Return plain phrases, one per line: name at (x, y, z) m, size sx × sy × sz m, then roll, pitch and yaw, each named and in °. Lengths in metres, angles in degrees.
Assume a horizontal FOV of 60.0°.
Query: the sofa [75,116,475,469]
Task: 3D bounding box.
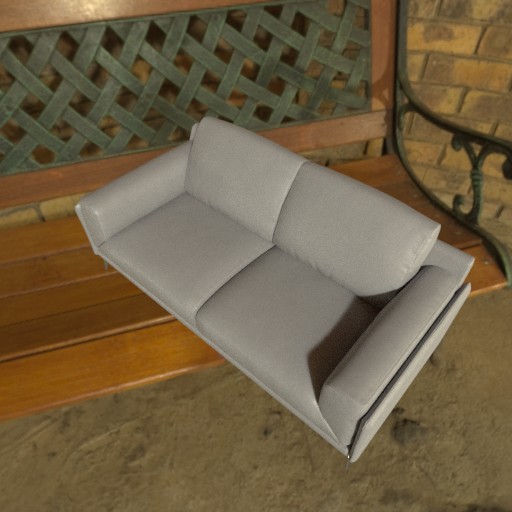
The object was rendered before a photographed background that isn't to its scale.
sofa at (0.000, 0.000, 2.578) m, size 2.101 × 0.930 × 1.049 m, roll 32°, pitch 54°, yaw 28°
